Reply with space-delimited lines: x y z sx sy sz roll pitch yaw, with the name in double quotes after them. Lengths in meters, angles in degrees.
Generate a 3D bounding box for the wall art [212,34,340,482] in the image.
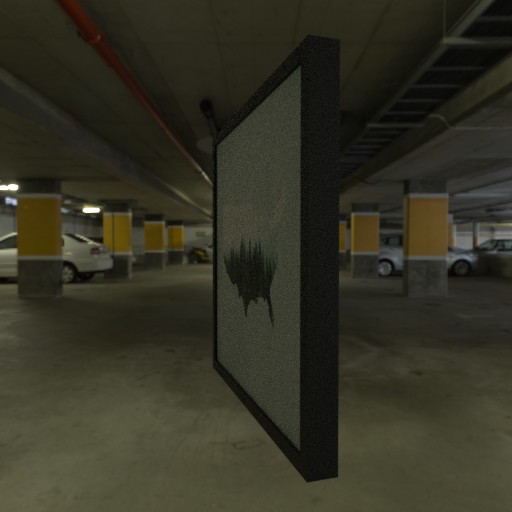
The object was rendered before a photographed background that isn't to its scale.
0.000 0.000 0.751 0.040 0.509 0.509 0 1 -18 "wall art"
